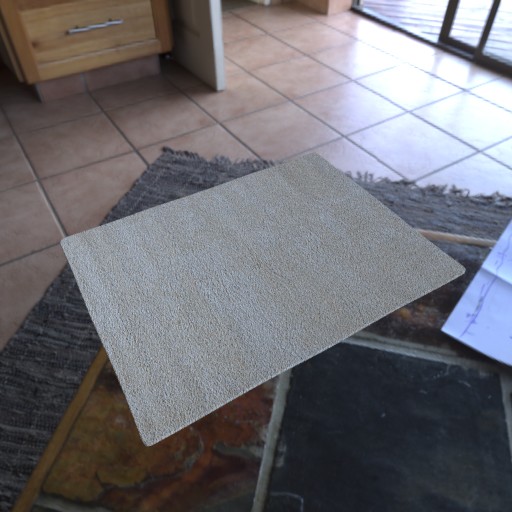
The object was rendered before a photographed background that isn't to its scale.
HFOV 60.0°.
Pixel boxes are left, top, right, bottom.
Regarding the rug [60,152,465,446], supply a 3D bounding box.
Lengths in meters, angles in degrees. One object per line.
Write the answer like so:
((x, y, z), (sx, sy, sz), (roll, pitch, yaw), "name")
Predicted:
((0.000, 0.000, 2.162), (1.600, 0.025, 1.199), (-23, 49, -21), "rug")
